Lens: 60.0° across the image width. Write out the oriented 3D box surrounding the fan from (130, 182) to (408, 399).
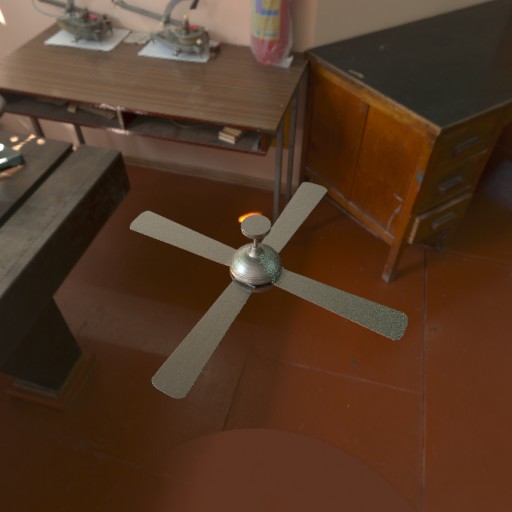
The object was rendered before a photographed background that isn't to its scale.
[{"bbox_3d":[0.000,0.000,1.966,1.321,0.381,1.321,-32,55,-26],"label":"fan"}]
